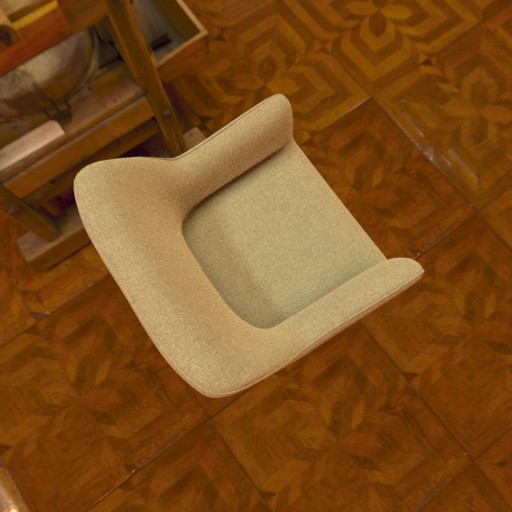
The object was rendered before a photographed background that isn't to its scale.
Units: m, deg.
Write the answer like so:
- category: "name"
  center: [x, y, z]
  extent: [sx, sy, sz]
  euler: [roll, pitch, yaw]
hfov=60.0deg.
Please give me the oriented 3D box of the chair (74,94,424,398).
- category: "chair"
  center: [0.000, 0.000, 1.238]
  extent: [0.610, 0.813, 0.610]
  euler: [-33, 77, -8]
